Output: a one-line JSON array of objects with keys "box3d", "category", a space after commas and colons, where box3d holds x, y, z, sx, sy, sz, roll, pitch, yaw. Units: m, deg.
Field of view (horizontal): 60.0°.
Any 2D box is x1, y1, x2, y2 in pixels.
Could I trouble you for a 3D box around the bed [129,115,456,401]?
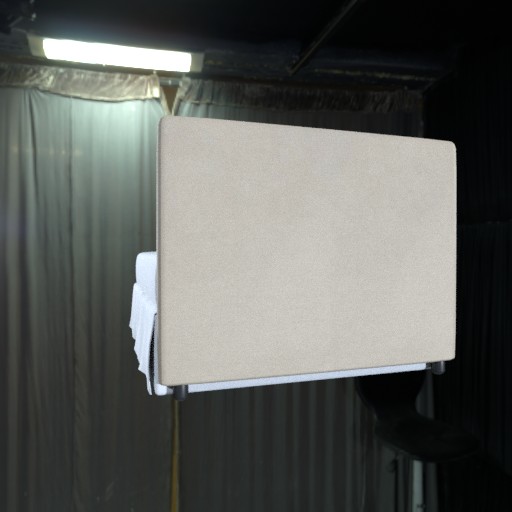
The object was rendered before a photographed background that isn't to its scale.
[{"box3d": [0.000, 0.000, 3.241, 1.723, 1.330, 2.142, 0, 1, -18], "category": "bed"}]
